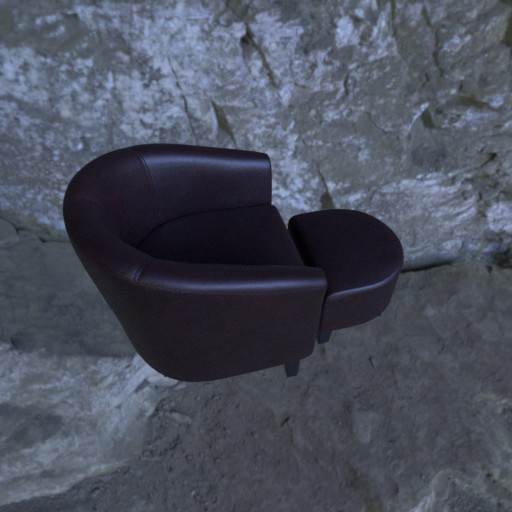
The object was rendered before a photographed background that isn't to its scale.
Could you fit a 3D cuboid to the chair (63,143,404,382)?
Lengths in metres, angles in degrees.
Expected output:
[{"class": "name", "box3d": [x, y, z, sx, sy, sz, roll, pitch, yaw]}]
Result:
[{"class": "chair", "box3d": [0.000, 0.000, 1.654, 1.176, 0.755, 0.737, -10, 47, -10]}]
